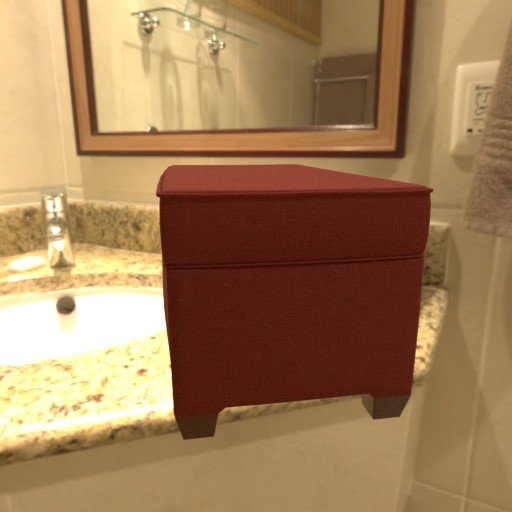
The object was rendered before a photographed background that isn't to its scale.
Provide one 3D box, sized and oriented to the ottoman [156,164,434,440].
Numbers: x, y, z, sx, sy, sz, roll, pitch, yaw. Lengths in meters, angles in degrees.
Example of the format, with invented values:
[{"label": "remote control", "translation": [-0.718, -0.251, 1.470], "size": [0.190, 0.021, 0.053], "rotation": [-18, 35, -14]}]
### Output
[{"label": "ottoman", "translation": [0.000, 0.000, 1.214], "size": [0.497, 0.454, 0.948], "rotation": [-2, 14, -9]}]
